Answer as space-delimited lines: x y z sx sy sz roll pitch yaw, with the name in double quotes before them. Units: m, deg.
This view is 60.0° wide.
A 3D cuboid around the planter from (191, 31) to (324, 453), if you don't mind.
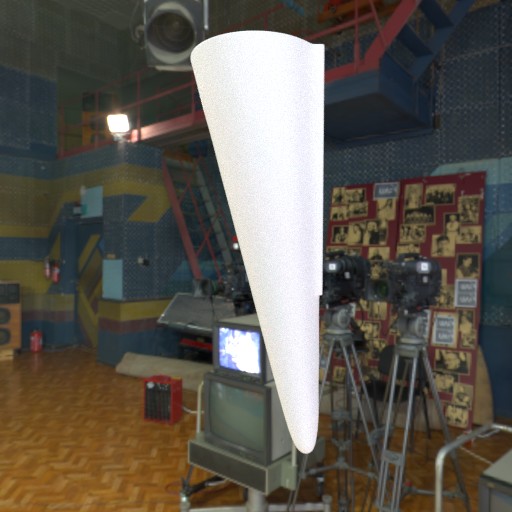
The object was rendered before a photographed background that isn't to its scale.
"planter" 0.000 0.000 0.218 0.064 0.193 0.057 0 0 0
